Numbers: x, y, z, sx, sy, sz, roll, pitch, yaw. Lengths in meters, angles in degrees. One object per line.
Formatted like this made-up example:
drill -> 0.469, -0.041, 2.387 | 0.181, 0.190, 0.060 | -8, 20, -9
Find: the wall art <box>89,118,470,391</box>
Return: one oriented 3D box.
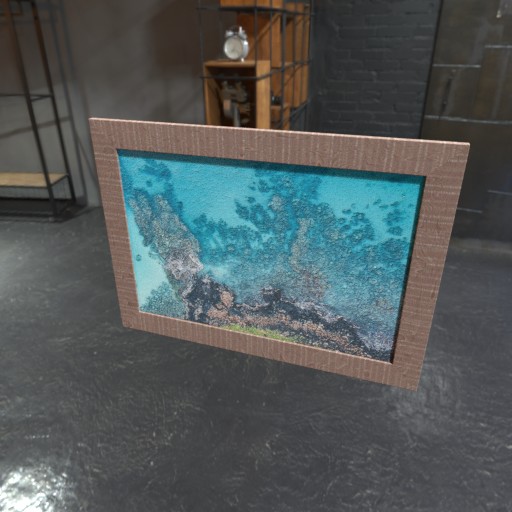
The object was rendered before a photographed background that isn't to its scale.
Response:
wall art -> 0.000, 0.000, 1.359 | 1.056, 0.761, 0.020 | 9, 28, 17
